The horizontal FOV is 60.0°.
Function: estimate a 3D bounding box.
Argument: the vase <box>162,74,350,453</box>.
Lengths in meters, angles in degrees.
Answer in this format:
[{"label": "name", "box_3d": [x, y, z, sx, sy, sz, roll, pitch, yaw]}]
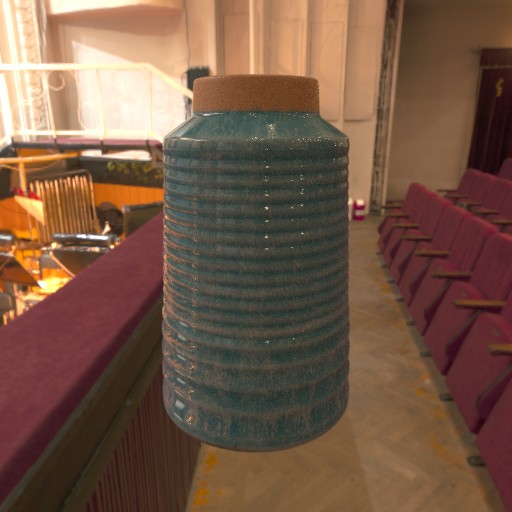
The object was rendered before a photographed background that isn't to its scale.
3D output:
[{"label": "vase", "box_3d": [0.000, 0.000, 0.361, 0.163, 0.267, 0.163, 0, 17, 0]}]
